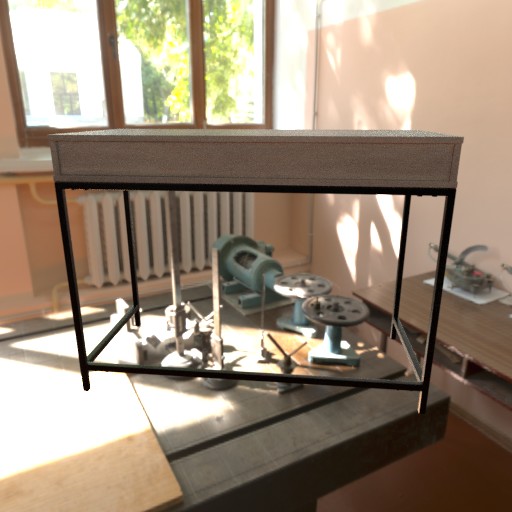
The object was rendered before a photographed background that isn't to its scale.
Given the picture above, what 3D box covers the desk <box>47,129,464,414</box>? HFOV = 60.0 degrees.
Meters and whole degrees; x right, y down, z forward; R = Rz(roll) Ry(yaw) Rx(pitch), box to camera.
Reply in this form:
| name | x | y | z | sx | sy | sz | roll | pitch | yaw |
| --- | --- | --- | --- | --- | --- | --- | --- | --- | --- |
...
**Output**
| name | x | y | z | sx | sy | sz | roll | pitch | yaw |
| --- | --- | --- | --- | --- | --- | --- | --- | --- | --- |
| desk | 0.000 | 0.000 | 1.413 | 1.016 | 0.762 | 0.470 | 2 | 18 | 6 |
